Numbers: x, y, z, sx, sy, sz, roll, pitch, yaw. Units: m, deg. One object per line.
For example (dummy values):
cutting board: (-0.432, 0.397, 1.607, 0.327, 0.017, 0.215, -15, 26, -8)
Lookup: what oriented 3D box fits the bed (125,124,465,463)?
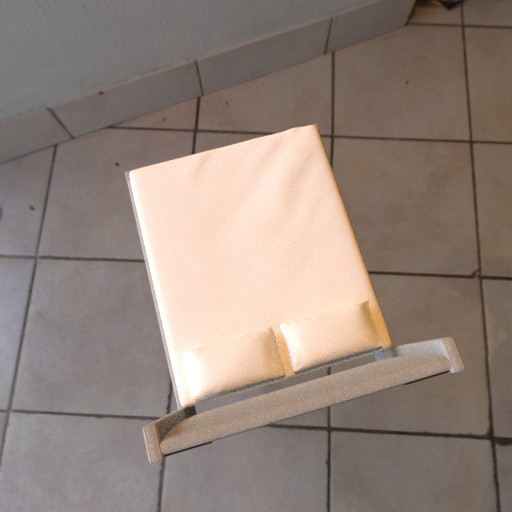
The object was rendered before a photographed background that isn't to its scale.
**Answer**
bed: (0.000, 0.000, 3.341, 1.774, 1.491, 2.222, -15, 76, -4)
